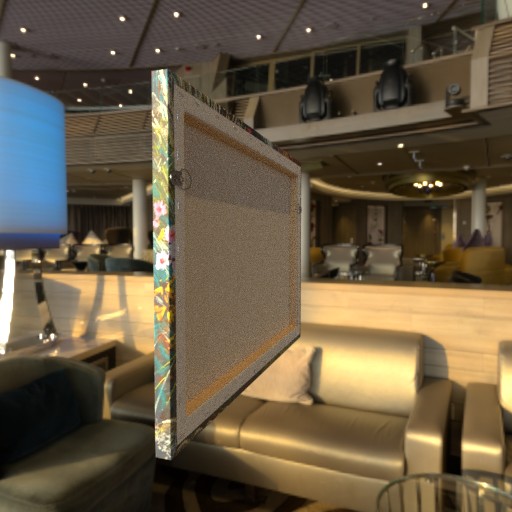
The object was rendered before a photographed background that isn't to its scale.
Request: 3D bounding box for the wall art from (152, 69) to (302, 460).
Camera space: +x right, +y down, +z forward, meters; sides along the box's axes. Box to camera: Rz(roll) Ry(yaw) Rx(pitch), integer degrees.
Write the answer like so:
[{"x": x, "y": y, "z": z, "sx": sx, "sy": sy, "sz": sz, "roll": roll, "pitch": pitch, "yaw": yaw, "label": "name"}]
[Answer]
[{"x": 0.000, "y": 0.000, "z": 1.400, "sx": 0.042, "sy": 0.760, "sz": 1.136, "roll": 1, "pitch": 3, "yaw": 19, "label": "wall art"}]
